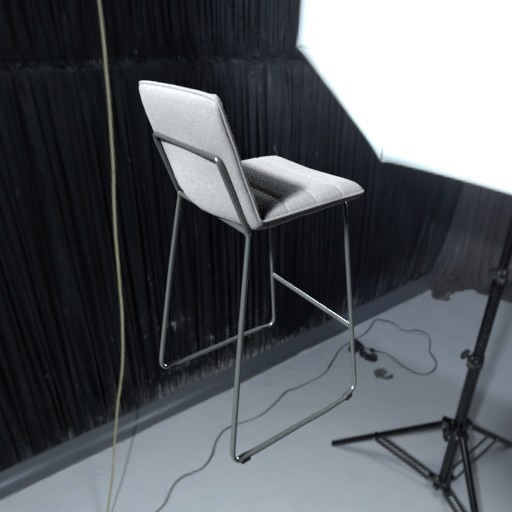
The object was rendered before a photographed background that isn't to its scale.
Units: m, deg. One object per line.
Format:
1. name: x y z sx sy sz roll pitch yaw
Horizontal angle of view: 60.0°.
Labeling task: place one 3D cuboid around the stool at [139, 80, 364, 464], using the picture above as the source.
1. stool: 0.000 0.000 1.293 0.490 0.960 0.490 -17 32 -31
